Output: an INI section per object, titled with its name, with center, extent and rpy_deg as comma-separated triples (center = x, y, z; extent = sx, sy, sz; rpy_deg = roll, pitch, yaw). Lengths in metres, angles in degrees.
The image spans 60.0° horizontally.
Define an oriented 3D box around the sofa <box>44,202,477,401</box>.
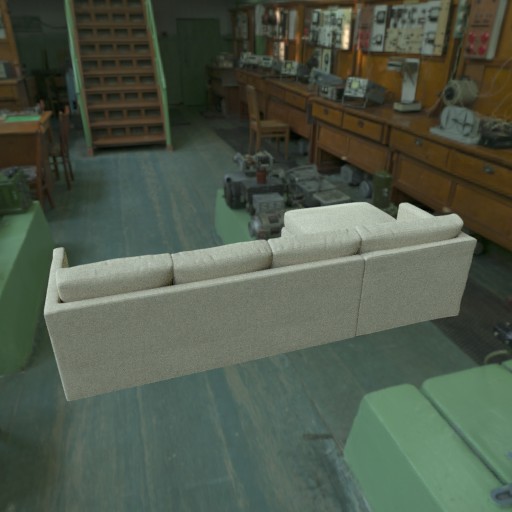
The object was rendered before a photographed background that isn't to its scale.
[sofa]
center = 0.000, 0.000, 3.862
extent = 3.205, 0.922, 1.650
rpy_deg = -9, 28, -17
